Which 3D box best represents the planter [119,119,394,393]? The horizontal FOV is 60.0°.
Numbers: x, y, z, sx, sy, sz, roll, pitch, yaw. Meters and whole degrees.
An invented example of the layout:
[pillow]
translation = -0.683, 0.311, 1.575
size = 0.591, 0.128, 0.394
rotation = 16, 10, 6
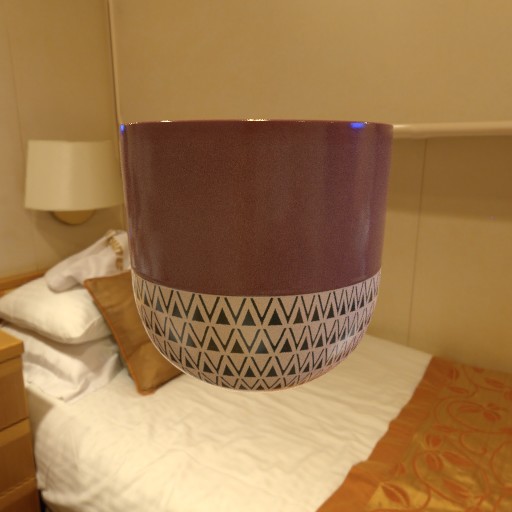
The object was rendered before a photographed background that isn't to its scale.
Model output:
[planter]
translation = 0.000, 0.000, 0.479
size = 0.266, 0.270, 0.266
rotation = 0, 14, 0
